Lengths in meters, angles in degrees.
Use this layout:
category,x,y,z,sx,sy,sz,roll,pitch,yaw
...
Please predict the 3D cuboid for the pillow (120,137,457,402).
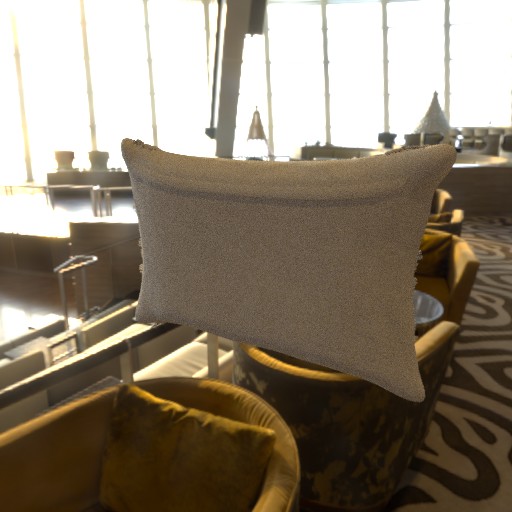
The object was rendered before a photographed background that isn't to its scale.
category,x,y,z,sx,sy,sz,roll,pitch,yaw
pillow,0.000,0.000,0.596,0.466,0.305,0.084,9,18,28
